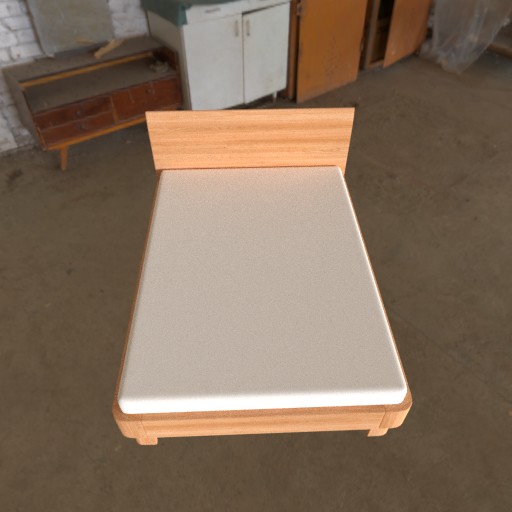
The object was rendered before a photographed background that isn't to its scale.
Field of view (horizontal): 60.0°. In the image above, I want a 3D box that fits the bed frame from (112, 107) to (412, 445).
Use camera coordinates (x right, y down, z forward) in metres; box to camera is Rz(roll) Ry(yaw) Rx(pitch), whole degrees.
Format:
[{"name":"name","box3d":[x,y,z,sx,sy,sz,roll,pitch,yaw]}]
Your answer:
[{"name":"bed frame","box3d":[0.000,0.000,2.756,1.472,0.940,1.992,-2,45,-2]}]
